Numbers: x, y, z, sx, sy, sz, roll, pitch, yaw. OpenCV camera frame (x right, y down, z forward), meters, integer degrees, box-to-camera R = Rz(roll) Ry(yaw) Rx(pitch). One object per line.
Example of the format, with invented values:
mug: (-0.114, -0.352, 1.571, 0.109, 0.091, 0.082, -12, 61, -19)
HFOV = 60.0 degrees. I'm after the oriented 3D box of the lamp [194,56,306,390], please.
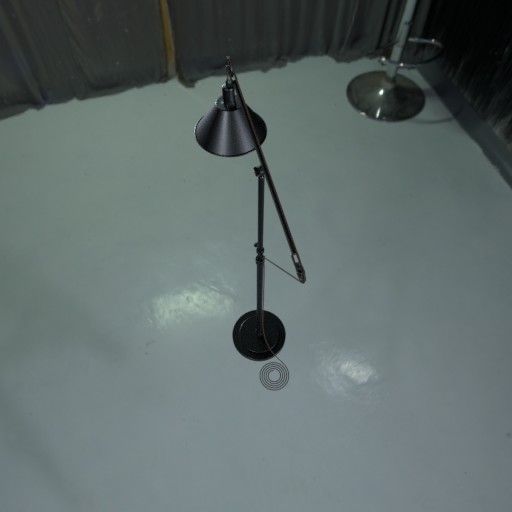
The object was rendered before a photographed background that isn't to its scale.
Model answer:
lamp: (0.000, 0.000, 2.011, 0.319, 1.626, 0.904, -16, 59, -10)
